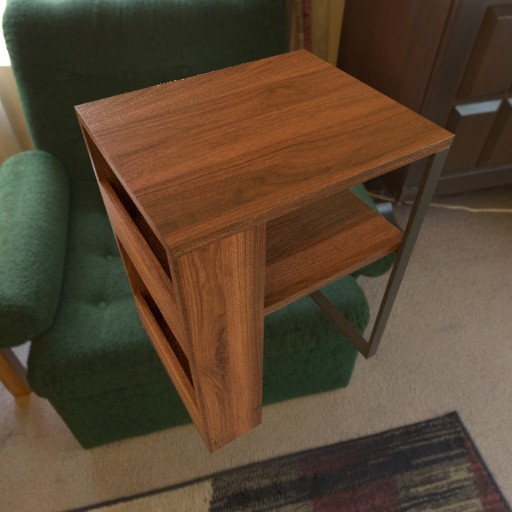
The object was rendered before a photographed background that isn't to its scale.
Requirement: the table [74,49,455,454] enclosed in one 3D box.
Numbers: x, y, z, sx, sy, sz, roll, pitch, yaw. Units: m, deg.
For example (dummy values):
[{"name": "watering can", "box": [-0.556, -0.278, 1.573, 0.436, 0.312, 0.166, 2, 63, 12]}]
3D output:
[{"name": "table", "box": [0.000, 0.000, 1.555, 0.786, 1.041, 0.660, -24, 50, -21]}]
